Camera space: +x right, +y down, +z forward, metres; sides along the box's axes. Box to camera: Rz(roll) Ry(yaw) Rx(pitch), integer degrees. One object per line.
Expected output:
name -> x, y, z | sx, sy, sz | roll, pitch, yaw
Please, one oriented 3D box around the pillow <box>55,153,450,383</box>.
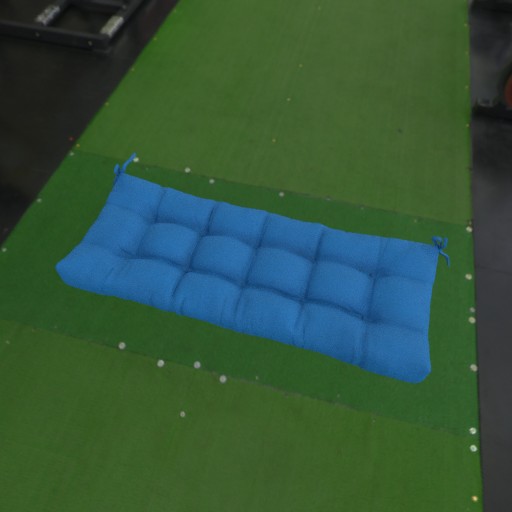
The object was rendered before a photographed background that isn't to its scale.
pillow -> 0.000, 0.000, 1.404 | 1.194, 0.174, 0.511 | 14, 57, 9
